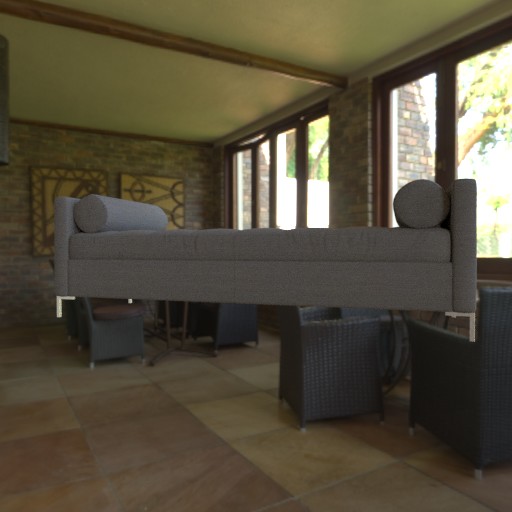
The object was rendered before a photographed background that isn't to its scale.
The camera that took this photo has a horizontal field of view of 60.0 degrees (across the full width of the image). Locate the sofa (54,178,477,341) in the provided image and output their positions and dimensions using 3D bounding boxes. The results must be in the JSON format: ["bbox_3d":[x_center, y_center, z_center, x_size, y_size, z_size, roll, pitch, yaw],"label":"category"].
[{"bbox_3d":[0.000,0.000,2.302,1.981,0.635,0.686,0,1,18],"label":"sofa"}]
